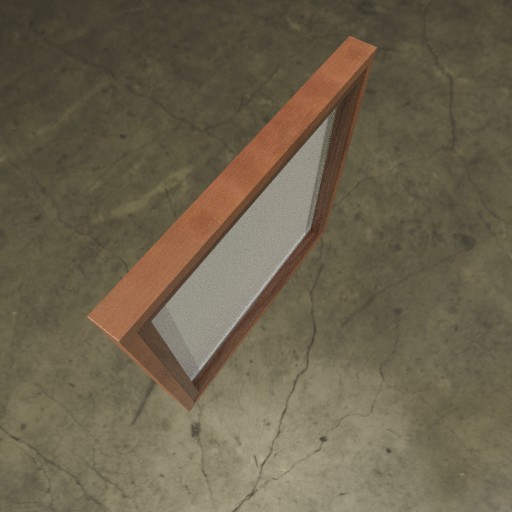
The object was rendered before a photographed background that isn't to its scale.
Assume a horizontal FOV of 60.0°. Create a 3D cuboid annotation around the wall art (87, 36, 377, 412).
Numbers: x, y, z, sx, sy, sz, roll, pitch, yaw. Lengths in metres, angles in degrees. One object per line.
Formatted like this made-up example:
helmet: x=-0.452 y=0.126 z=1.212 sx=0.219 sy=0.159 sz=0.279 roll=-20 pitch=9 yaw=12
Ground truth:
wall art: x=0.000 y=0.000 z=0.594 sx=0.035 sy=0.403 sz=0.403 roll=33 pitch=68 yaw=15
